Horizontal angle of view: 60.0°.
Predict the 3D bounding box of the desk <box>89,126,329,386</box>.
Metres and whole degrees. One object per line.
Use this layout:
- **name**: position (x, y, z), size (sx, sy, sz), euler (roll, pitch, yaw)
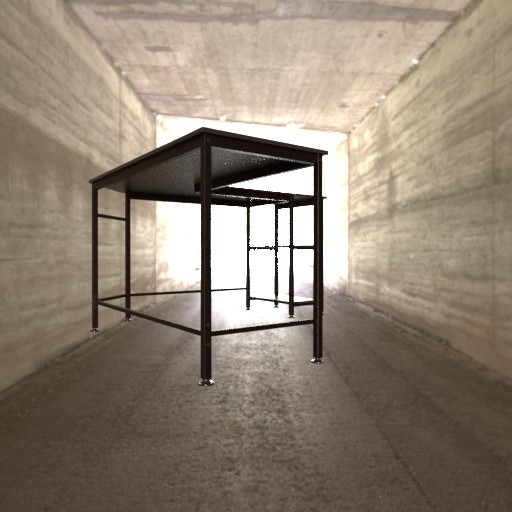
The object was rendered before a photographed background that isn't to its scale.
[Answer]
- **desk**: position (0.000, 0.000, 2.216), size (1.379, 0.739, 1.379), euler (0, 0, -36)
